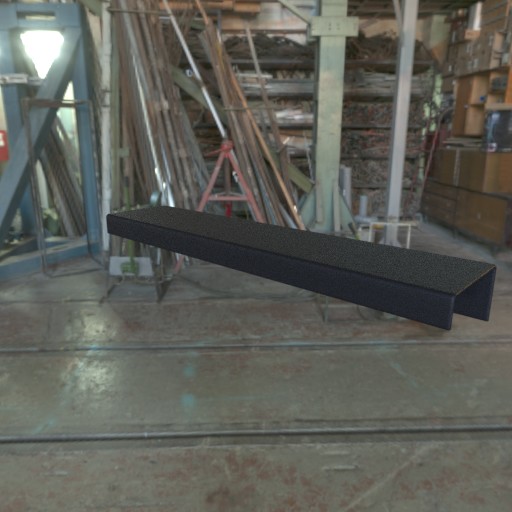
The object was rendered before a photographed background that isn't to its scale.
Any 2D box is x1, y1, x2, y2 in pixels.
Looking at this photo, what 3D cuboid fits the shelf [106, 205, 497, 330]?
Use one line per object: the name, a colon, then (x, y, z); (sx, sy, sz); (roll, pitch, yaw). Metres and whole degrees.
shelf: (0.000, 0.000, 0.490); (0.456, 0.053, 0.102); (14, 21, 41)
